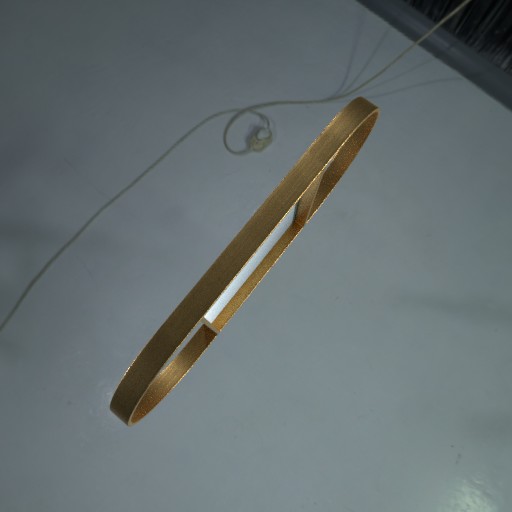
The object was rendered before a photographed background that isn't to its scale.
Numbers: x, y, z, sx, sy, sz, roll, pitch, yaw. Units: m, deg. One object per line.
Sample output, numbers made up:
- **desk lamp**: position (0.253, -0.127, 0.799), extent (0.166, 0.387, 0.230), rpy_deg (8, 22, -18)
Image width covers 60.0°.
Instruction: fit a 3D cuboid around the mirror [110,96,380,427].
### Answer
- **mirror**: position (0.000, 0.000, 0.662), extent (0.032, 0.254, 0.584), rpy_deg (37, 79, 8)
